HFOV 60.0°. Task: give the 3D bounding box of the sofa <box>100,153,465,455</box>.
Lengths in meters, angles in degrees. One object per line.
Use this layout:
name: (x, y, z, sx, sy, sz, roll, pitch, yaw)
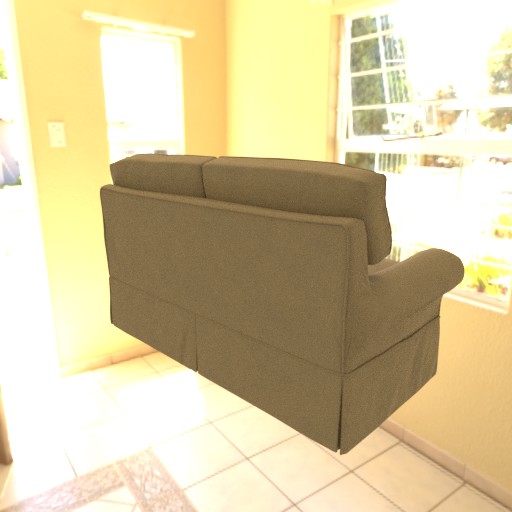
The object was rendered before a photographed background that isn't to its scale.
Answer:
sofa: (0.000, 0.000, 2.293, 1.823, 1.024, 0.841, 14, 20, 43)
